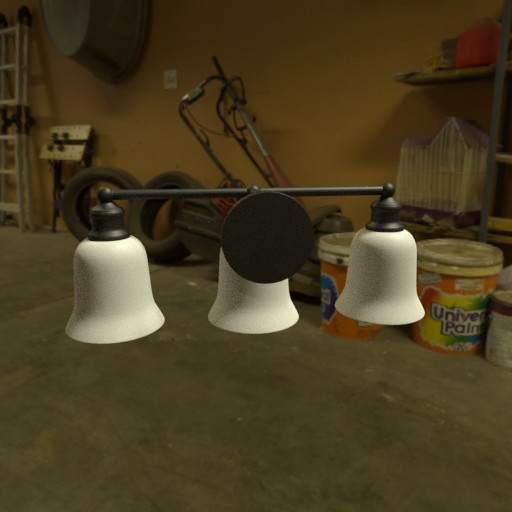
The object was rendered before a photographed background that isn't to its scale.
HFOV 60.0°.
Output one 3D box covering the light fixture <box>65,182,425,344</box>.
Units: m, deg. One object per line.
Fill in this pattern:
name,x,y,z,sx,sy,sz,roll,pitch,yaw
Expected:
light fixture,0.000,0.000,0.661,0.570,0.211,0.198,-2,14,-9
